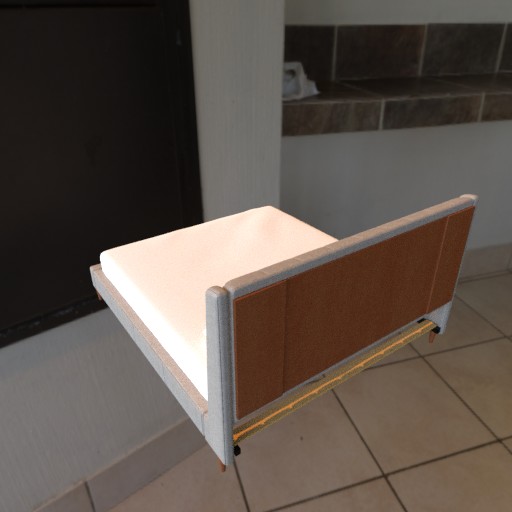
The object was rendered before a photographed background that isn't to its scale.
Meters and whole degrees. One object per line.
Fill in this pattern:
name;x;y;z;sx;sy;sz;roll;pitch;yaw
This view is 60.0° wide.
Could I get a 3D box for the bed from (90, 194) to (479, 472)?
bed;0.000;0.000;3.569;2.062;1.289;2.342;-19;34;-31
